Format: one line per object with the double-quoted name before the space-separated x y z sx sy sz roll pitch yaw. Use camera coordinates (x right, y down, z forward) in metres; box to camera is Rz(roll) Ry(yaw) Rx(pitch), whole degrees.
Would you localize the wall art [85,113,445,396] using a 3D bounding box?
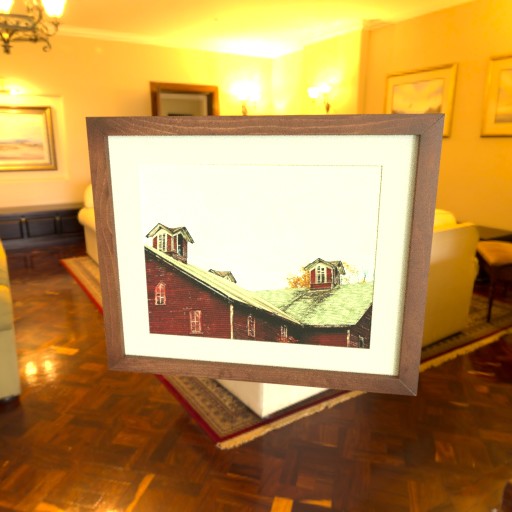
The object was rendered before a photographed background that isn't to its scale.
"wall art" 0.000 0.000 0.544 0.401 0.328 0.030 2 15 9
